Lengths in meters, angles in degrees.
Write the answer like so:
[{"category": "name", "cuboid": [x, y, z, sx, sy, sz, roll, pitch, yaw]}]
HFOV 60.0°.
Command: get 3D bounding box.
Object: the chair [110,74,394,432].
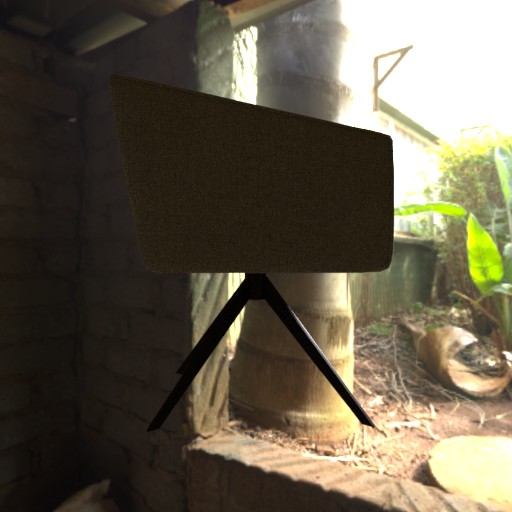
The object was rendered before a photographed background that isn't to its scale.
[{"category": "chair", "cuboid": [0.000, 0.000, 1.220, 0.623, 0.760, 0.628, 0, -1, 0]}]
